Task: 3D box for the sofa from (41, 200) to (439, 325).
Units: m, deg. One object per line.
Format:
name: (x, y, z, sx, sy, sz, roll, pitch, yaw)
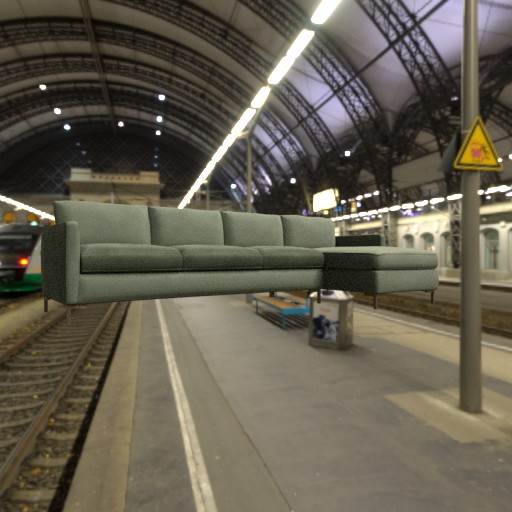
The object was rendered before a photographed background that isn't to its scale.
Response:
sofa: (0.000, 0.000, 3.259, 2.725, 0.756, 1.255, 0, 0, -35)
